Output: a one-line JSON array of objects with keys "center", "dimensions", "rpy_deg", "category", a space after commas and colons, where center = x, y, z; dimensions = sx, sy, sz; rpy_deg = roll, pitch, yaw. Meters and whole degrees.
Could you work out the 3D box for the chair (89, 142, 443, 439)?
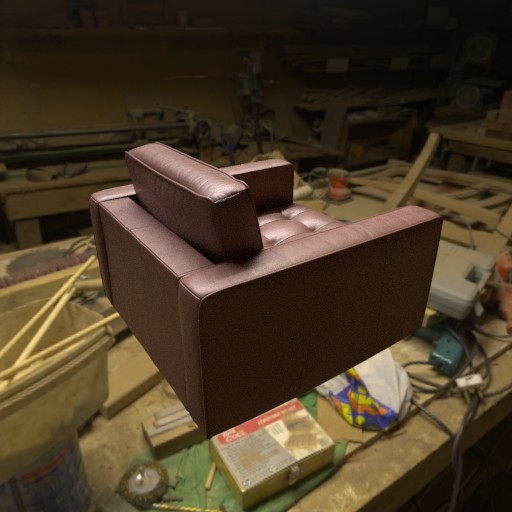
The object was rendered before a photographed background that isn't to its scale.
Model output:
[{"center": [0.000, 0.000, 1.583], "dimensions": [0.900, 0.770, 0.920], "rpy_deg": [-17, 31, -30], "category": "chair"}]
